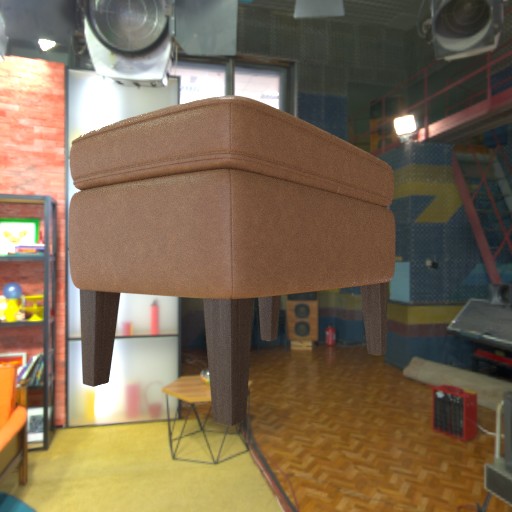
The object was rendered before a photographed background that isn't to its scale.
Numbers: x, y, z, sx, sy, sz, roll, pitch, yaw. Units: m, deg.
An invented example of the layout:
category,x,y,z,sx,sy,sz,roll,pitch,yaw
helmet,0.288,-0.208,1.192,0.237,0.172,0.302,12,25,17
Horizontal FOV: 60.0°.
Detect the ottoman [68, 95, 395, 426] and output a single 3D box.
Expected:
category,x,y,z,sx,sy,sz,roll,pitch,yaw
ottoman,0.000,0.000,0.950,0.420,0.480,0.670,0,-1,36
